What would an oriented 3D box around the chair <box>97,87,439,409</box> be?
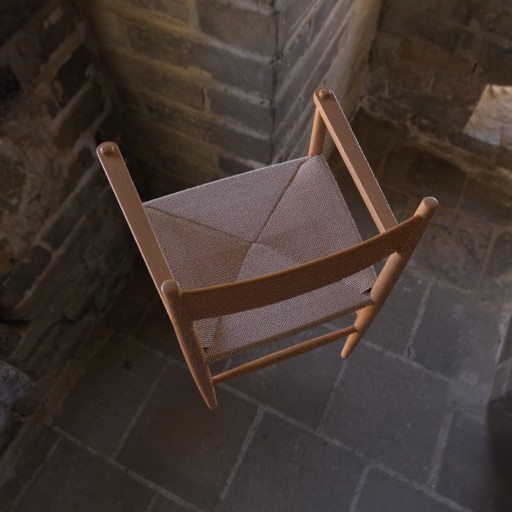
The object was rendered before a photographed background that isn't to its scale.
[{"bbox_3d":[0.000,0.000,1.092,0.556,0.762,0.495,-18,60,-11],"label":"chair"}]
